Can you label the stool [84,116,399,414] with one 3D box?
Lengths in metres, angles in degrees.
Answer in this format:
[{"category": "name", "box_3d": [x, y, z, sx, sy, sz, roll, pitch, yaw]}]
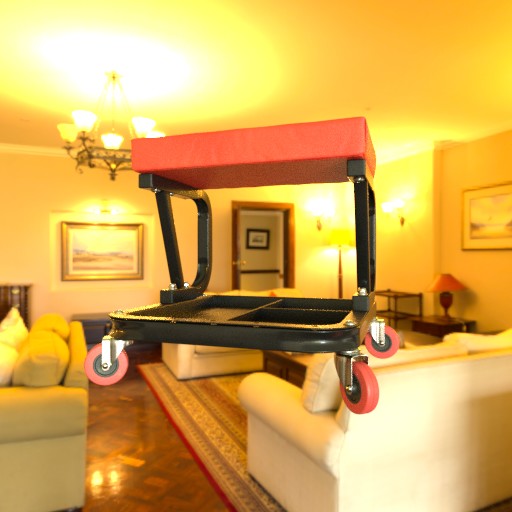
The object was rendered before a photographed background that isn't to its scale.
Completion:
[{"category": "stool", "box_3d": [0.000, 0.000, 0.731, 0.446, 0.380, 0.371, 0, 0, 19]}]
